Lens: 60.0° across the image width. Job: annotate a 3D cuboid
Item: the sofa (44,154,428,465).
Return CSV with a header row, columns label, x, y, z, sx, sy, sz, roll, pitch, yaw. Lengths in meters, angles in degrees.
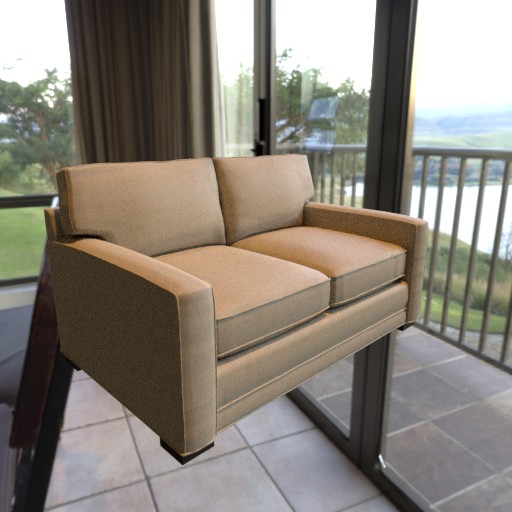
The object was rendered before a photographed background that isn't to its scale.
label,x,y,z,sx,sy,sz,roll,pitch,yaw
sofa,0.000,0.000,2.009,1.484,0.853,0.942,-15,21,-42
